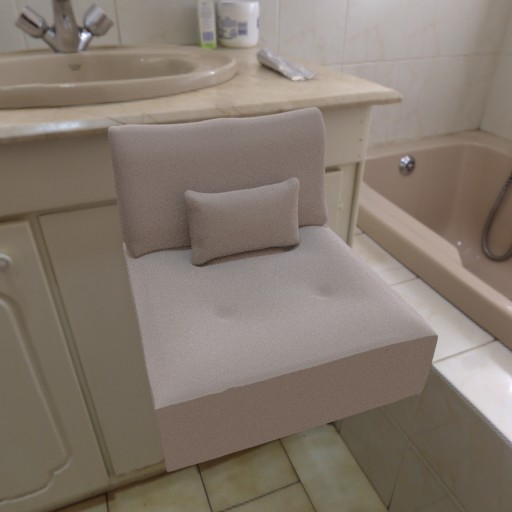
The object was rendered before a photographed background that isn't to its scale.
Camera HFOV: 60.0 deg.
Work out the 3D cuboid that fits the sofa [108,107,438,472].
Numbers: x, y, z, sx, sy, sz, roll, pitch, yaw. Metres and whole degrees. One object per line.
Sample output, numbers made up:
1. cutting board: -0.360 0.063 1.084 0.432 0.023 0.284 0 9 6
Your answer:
1. sofa: 0.000 0.000 1.666 0.935 0.828 1.000 -11 33 -16
